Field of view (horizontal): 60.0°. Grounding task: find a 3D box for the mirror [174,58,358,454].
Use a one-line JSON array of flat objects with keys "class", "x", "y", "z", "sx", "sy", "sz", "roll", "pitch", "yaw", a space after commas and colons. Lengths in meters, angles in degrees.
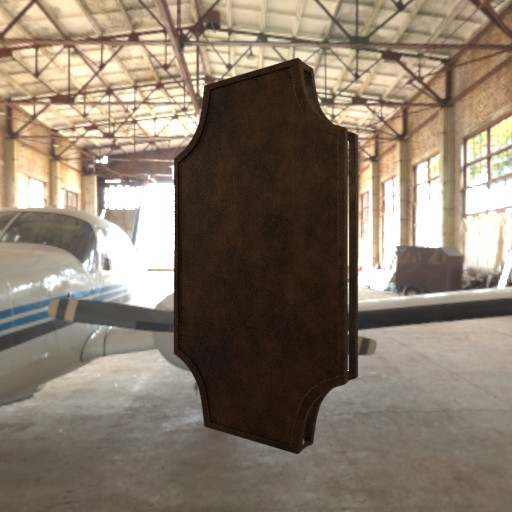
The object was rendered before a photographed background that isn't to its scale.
[{"class": "mirror", "x": 0.000, "y": 0.000, "z": 1.006, "sx": 0.462, "sy": 0.811, "sz": 0.066, "roll": 0, "pitch": 0, "yaw": 35}]
